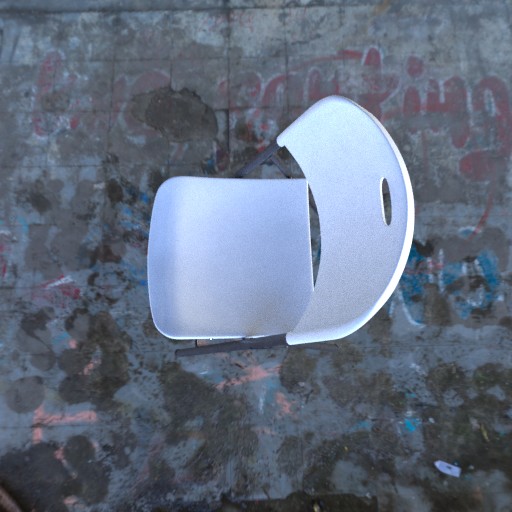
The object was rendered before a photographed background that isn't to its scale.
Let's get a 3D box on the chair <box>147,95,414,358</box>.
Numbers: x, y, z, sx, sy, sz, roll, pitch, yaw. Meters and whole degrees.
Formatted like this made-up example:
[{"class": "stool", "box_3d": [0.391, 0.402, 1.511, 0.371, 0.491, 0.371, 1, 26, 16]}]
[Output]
[{"class": "chair", "box_3d": [0.000, 0.000, 1.178, 0.566, 0.810, 0.494, -2, 76, 0]}]
